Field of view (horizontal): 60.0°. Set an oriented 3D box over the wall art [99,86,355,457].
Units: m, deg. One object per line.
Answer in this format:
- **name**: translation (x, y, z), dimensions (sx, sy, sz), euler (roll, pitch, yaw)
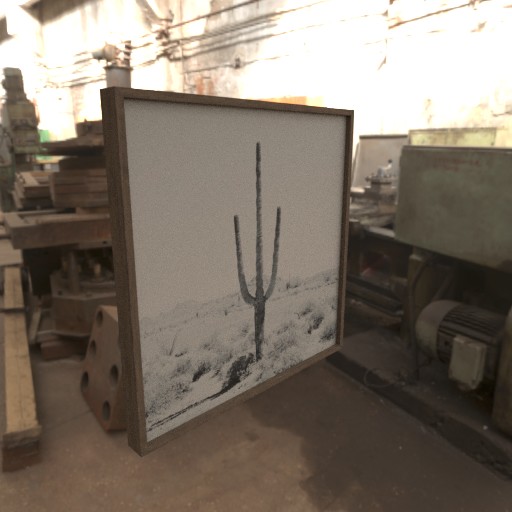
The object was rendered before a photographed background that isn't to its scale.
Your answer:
- **wall art**: translation (0.000, 0.000, 0.770), dimensions (0.508, 0.508, 0.038), euler (-14, 19, -43)
